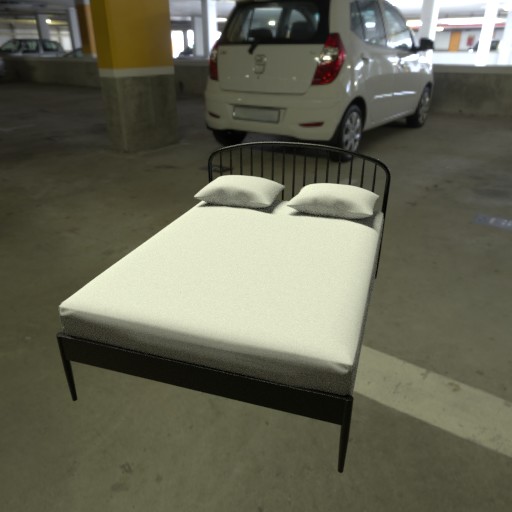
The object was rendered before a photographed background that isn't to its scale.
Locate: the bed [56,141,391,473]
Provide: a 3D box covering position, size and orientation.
[{"bbox_3d":[0.000,0.000,3.074,1.618,1.166,2.159,8,26,16],"label":"bed"}]
